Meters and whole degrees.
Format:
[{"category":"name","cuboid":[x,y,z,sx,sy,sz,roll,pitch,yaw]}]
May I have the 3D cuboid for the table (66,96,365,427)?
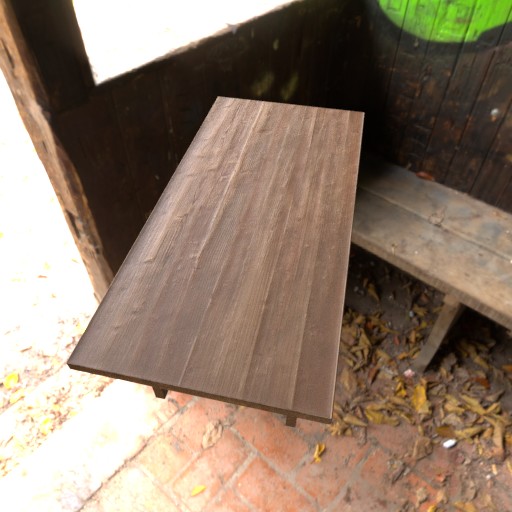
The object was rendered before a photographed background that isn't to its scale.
[{"category":"table","cuboid":[0.000,0.000,2.459,0.952,0.760,2.003,9,48,8]}]
